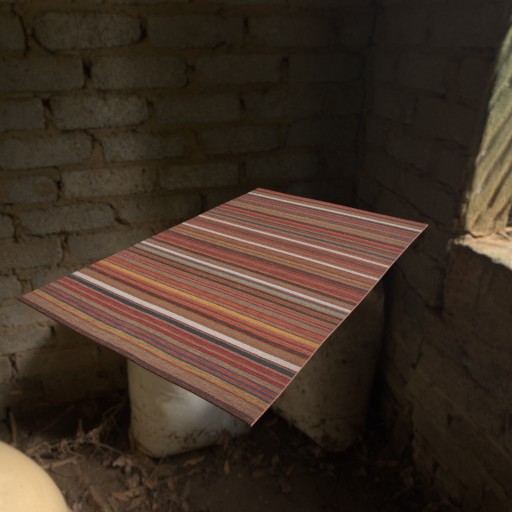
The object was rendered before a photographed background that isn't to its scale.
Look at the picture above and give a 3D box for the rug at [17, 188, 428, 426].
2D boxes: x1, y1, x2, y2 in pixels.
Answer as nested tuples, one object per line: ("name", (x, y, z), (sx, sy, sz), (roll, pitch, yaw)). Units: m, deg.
("rug", (0.000, 0.000, 2.251), (1.217, 0.007, 1.828), (17, 31, 30))
